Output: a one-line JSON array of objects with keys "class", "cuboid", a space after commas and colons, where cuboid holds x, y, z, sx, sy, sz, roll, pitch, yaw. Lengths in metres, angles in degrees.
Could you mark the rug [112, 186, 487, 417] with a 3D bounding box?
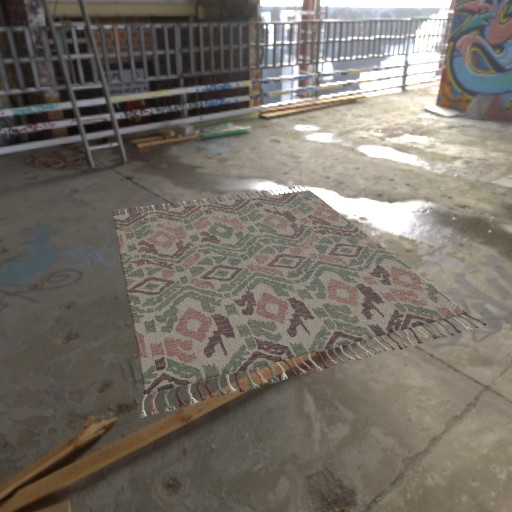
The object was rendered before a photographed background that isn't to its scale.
[{"class": "rug", "cuboid": [0.000, 0.000, 4.051, 2.438, 0.010, 3.048, -10, 31, -17]}]
